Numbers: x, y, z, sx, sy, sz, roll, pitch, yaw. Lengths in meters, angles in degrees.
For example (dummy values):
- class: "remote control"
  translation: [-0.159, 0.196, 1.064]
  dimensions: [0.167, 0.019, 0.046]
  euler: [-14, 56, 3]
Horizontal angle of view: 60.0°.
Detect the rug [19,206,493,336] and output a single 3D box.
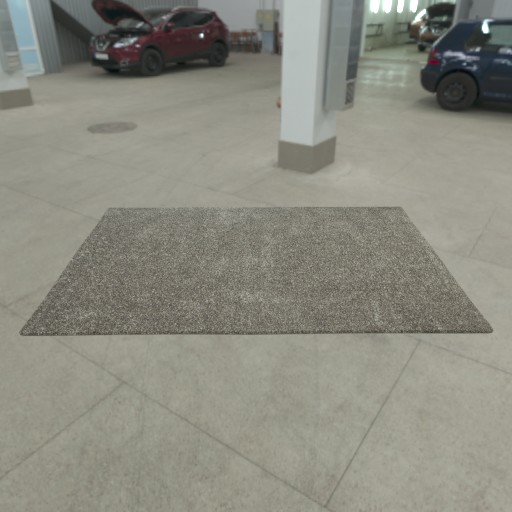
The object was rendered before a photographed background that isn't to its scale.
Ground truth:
- class: "rug"
  translation: [0.000, 0.000, 3.303]
  dimensions: [2.699, 0.026, 1.802]
  euler: [0, 29, 0]
